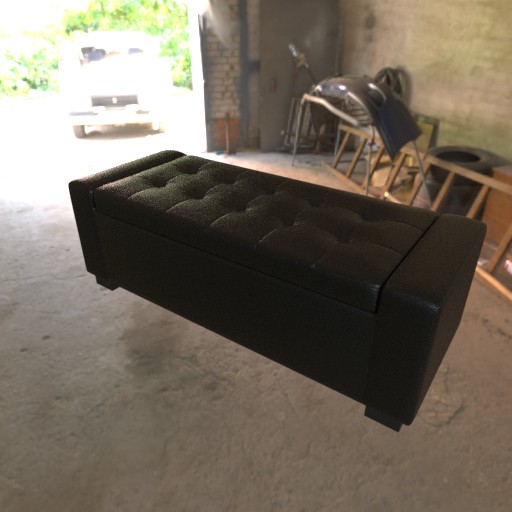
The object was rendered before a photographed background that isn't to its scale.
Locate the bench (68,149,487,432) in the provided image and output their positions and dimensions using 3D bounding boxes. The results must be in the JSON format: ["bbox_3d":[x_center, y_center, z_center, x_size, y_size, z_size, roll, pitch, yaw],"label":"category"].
[{"bbox_3d":[0.000,0.000,1.525,1.296,0.445,0.508,19,35,30],"label":"bench"}]
